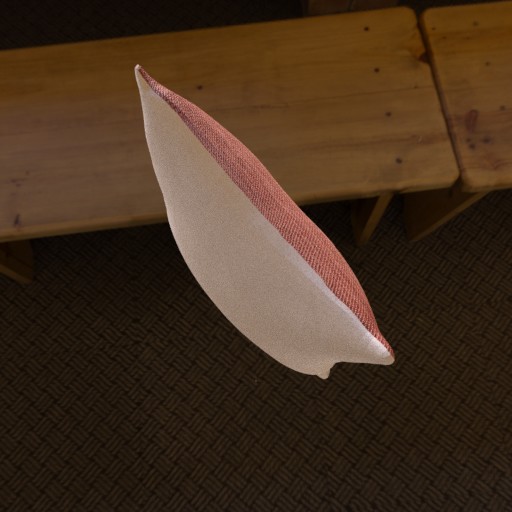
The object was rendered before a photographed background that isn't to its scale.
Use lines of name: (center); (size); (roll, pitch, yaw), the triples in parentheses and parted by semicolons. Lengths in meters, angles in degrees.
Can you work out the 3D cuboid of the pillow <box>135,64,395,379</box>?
pillow: (0.000, 0.000, 0.668); (0.182, 0.441, 0.440); (-38, 78, -10)
